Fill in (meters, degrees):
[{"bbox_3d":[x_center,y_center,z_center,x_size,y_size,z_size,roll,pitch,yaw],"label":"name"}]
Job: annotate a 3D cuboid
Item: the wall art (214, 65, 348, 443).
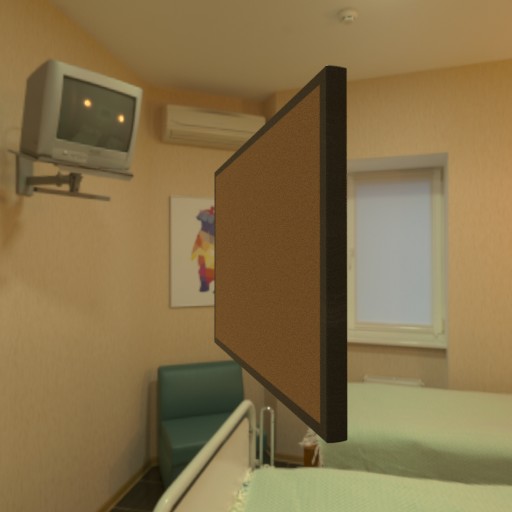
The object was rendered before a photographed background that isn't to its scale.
[{"bbox_3d":[0.000,0.000,1.153,0.038,0.612,0.912,0,-1,-17],"label":"wall art"}]
